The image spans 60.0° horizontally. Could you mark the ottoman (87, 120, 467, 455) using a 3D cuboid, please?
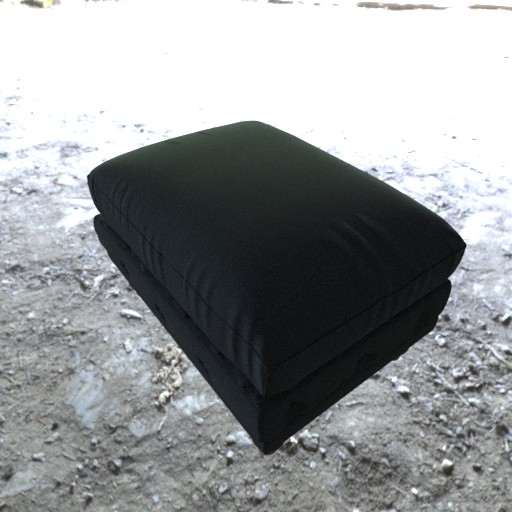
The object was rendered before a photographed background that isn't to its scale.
[{"bbox_3d":[0.000,0.000,1.118,0.558,0.486,0.767,-26,46,-28],"label":"ottoman"}]
